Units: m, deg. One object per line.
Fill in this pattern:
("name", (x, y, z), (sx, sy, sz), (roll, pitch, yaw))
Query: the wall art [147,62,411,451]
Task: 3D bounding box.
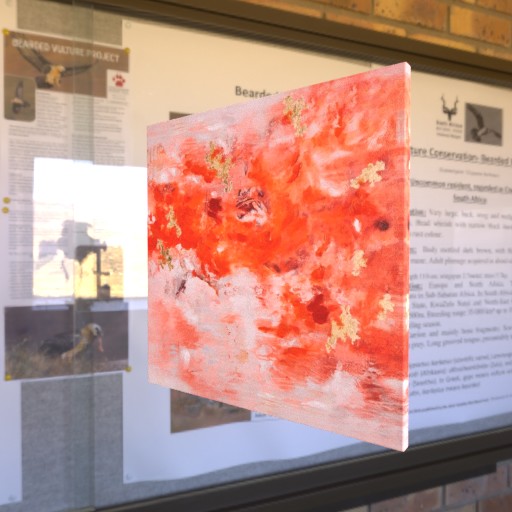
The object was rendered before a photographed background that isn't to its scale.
("wall art", (0.000, 0.000, 1.279), (0.878, 0.878, 0.066), (1, 1, 36))
